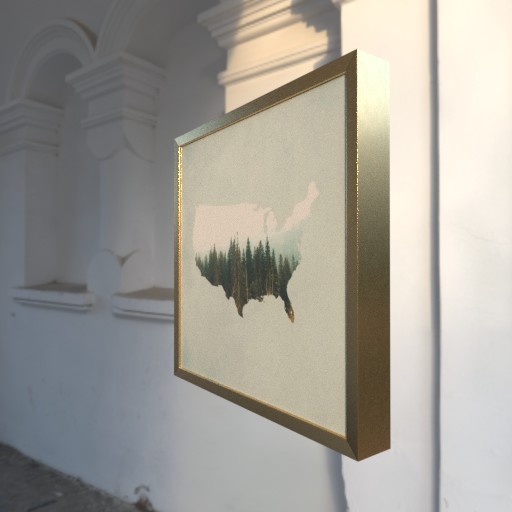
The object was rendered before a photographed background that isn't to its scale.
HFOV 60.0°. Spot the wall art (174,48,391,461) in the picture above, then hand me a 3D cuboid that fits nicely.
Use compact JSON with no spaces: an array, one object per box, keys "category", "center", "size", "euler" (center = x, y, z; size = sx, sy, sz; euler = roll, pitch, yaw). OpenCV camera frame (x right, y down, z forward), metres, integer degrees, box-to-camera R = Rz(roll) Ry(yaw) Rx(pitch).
[{"category":"wall art","center":[0.000,0.000,0.460],"size":[0.038,0.304,0.304],"euler":[0,-1,-36]}]
